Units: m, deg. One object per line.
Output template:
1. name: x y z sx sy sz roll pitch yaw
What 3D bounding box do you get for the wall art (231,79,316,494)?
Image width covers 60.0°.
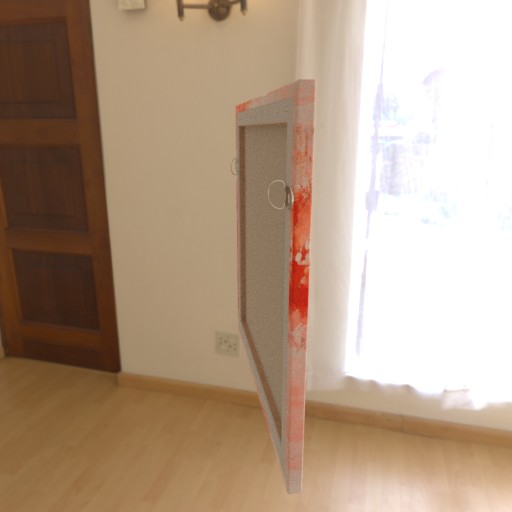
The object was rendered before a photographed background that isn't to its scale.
1. wall art: 0.000 0.000 1.297 0.066 0.878 0.878 -3 16 -9
